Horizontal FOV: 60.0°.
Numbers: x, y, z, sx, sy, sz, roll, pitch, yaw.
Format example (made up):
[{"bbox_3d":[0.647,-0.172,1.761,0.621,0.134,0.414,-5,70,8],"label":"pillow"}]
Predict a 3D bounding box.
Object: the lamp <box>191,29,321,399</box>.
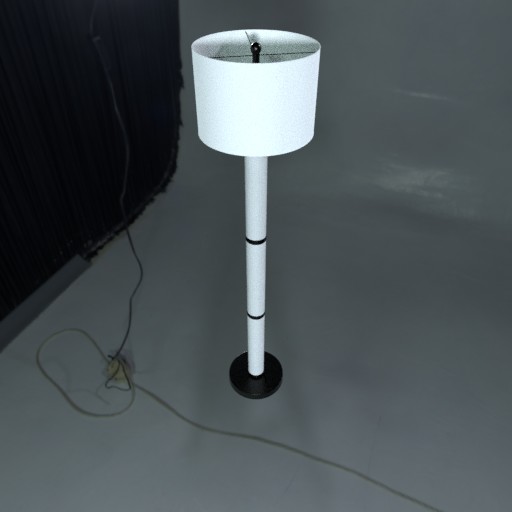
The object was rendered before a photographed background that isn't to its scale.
[{"bbox_3d":[0.000,0.000,1.791,0.377,1.599,0.377,12,41,15],"label":"lamp"}]
